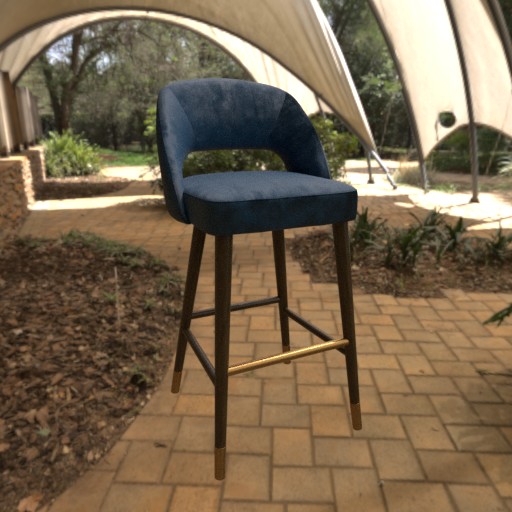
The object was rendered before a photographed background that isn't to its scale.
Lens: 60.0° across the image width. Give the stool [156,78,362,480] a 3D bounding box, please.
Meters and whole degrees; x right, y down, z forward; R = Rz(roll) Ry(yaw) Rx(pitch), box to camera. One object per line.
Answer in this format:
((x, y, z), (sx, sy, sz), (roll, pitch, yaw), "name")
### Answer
((0.000, 0.000, 1.311), (0.514, 1.016, 0.515), (-8, 19, -25), "stool")
